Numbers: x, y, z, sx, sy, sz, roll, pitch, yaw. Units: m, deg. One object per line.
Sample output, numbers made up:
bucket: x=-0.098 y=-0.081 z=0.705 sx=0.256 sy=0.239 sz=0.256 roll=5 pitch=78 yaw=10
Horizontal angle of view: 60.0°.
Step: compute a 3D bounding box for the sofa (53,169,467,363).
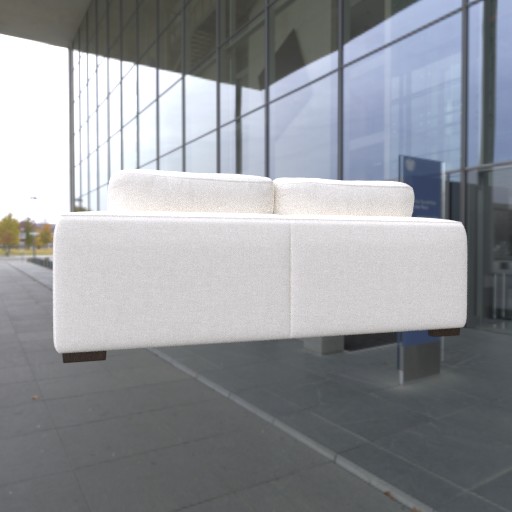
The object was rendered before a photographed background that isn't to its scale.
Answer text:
sofa: x=0.000 y=0.000 z=2.435 sx=1.920 sy=0.801 sz=1.069 roll=0 pitch=1 yaw=-17
